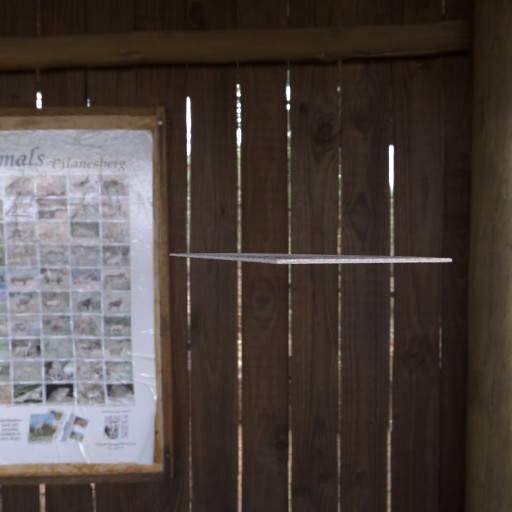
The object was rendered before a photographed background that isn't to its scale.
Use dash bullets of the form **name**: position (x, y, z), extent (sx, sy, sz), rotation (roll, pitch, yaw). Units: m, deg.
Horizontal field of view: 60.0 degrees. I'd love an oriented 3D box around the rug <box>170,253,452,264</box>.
- **rug**: position (0.000, 0.000, 2.515), extent (0.659, 0.019, 2.297), rotation (0, 1, -19)
